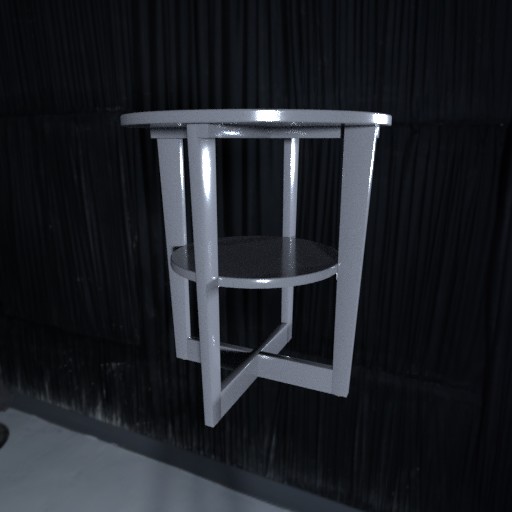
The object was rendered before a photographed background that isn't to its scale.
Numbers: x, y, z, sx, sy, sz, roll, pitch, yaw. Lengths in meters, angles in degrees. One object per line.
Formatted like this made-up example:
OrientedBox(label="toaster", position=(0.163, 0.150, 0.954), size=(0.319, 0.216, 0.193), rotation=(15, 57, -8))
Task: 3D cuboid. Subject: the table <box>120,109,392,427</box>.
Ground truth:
OrientedBox(label="table", position=(0.000, 0.000, 0.921), size=(0.500, 0.550, 0.500), rotation=(0, 15, 0))
